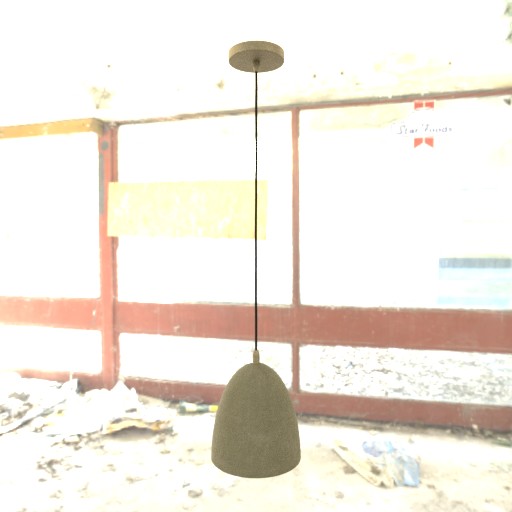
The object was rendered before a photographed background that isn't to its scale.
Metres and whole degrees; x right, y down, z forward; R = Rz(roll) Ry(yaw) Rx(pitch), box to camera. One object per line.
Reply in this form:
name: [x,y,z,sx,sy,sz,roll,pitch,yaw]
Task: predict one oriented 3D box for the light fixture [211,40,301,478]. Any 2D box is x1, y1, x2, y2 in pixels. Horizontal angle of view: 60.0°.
light fixture: [0.000,0.000,0.837,0.170,0.759,0.170,1,1,35]
